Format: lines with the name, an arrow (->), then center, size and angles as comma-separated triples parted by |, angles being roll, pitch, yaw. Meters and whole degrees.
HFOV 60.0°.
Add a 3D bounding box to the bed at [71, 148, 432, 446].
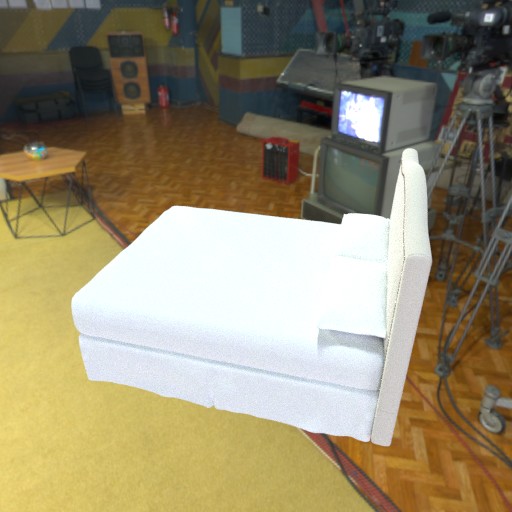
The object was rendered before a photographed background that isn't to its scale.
bed -> 0.000, 0.000, 3.263 | 2.143, 1.460, 1.753 | 8, 31, 13
